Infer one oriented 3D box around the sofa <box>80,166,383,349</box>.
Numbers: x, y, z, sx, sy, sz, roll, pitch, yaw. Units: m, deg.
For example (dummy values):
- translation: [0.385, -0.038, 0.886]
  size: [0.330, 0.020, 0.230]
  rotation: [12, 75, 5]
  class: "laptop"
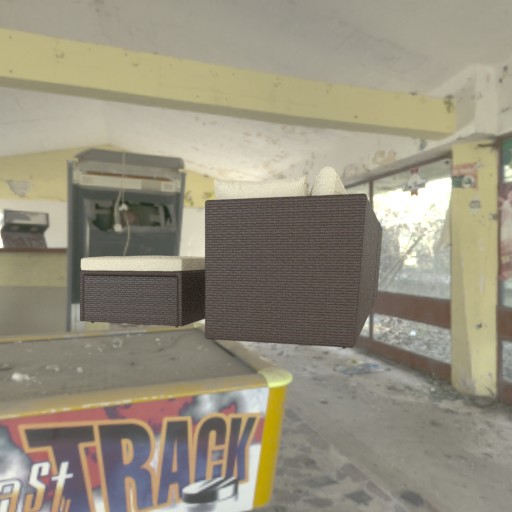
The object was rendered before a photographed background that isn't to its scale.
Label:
- translation: [0.000, 0.000, 3.038]
  size: [1.612, 0.766, 2.192]
  rotation: [0, 0, 17]
  class: "sofa"
